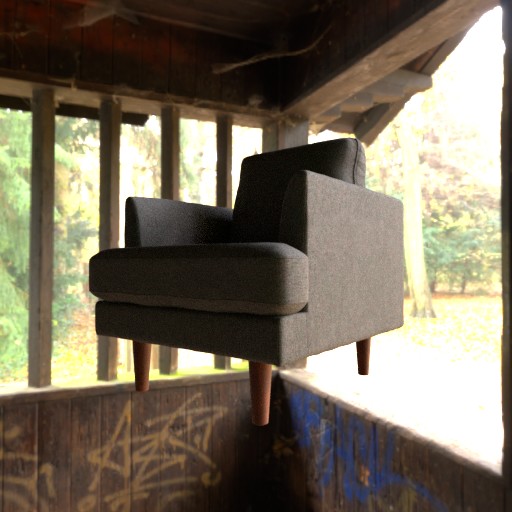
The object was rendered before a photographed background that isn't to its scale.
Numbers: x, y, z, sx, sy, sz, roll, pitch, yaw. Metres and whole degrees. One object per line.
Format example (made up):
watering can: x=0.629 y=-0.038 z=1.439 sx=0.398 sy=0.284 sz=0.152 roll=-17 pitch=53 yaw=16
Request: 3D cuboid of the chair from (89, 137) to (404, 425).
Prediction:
chair: x=0.000 y=0.000 z=1.665 sx=0.858 sy=0.957 sz=0.899 roll=-1 pitch=-1 yaw=38
